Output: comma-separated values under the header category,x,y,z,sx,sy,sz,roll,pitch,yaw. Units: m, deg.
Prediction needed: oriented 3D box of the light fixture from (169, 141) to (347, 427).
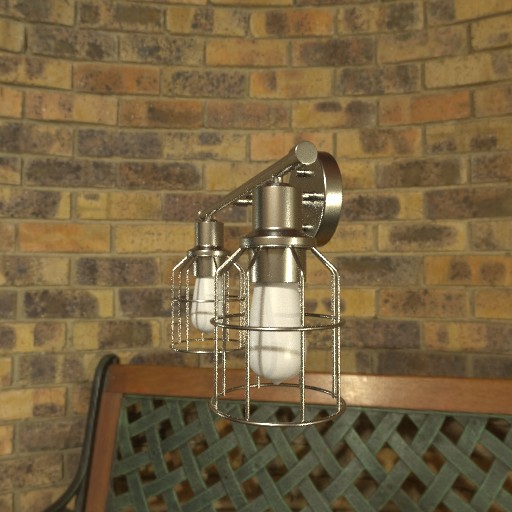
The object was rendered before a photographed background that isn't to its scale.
category,x,y,z,sx,sy,sz,roll,pitch,yaw
light fixture,0.000,0.000,0.516,0.165,0.254,0.406,0,-2,-18
